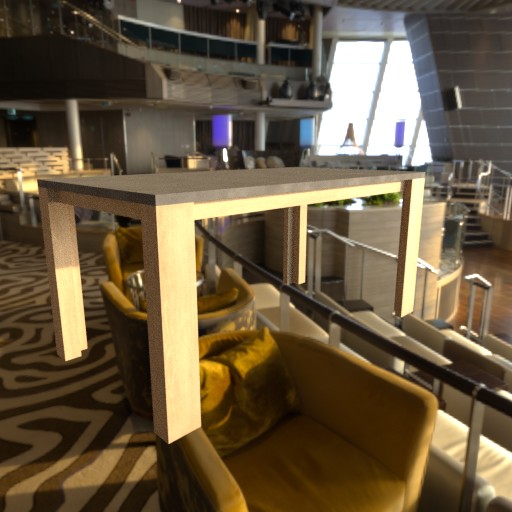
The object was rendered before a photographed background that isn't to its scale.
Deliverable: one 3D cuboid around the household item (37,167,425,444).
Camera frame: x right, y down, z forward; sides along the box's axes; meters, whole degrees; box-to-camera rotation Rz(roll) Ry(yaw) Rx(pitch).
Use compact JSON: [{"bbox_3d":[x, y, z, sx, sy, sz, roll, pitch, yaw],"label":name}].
[{"bbox_3d":[0.000,0.000,2.099,1.600,0.755,0.850,-13,19,-43],"label":"household item"}]
